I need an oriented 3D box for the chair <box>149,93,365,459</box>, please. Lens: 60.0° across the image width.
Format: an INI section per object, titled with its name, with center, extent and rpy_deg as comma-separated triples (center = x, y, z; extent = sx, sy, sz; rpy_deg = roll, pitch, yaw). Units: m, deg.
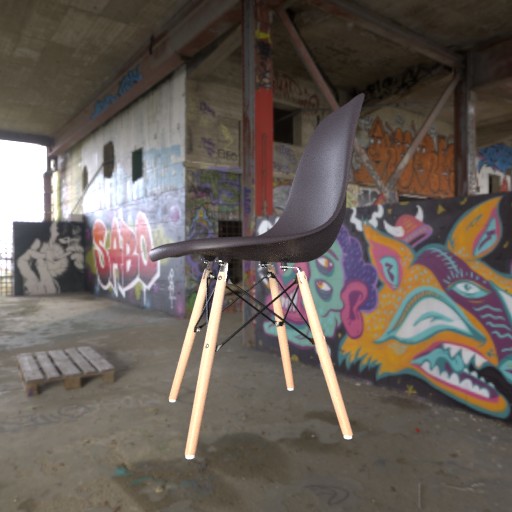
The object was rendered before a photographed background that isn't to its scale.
[chair]
center = 0.000, 0.000, 1.136
extent = 0.533, 0.825, 0.470
rpy_deg = 0, 1, -16
